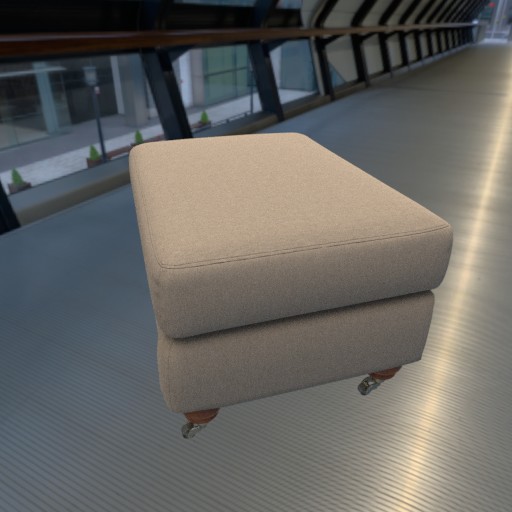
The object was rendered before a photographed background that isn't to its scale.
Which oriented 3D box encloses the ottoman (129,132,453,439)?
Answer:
[{"bbox_3d":[0.000,0.000,1.147,0.574,0.497,0.773,-8,30,-15],"label":"ottoman"}]
